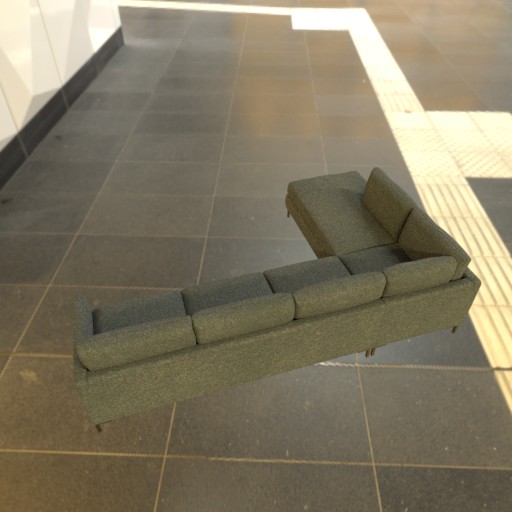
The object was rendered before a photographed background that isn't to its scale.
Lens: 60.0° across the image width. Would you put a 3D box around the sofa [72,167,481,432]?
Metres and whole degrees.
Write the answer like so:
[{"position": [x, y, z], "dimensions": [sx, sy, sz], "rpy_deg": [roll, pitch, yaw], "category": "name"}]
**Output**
[{"position": [0.000, 0.000, 3.791], "dimensions": [2.949, 0.815, 2.007], "rpy_deg": [-12, 43, -13], "category": "sofa"}]
